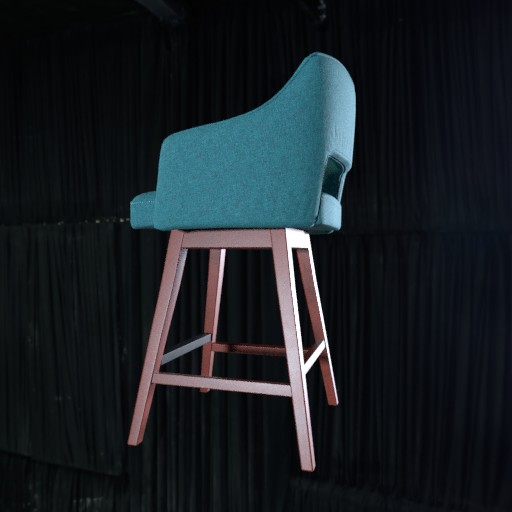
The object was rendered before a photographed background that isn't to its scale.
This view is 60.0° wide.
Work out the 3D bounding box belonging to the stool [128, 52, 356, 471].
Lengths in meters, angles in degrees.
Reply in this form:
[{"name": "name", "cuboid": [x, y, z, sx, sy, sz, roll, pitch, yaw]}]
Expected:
[{"name": "stool", "cuboid": [0.000, 0.000, 1.272, 0.556, 0.961, 0.548, 0, 1, 17]}]
